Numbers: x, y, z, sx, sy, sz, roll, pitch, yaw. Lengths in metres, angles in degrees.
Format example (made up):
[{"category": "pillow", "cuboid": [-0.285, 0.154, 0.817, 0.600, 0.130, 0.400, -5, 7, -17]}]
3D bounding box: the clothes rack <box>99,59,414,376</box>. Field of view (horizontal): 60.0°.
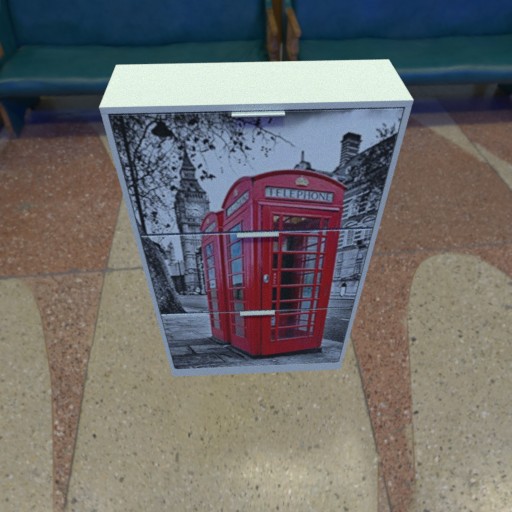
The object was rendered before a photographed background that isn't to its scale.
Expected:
[{"category": "clothes rack", "cuboid": [0.000, 0.000, 1.594, 0.750, 1.280, 0.250, -2, 46, -2]}]
